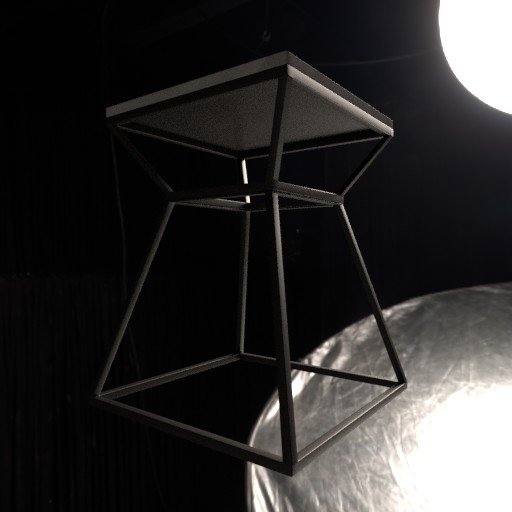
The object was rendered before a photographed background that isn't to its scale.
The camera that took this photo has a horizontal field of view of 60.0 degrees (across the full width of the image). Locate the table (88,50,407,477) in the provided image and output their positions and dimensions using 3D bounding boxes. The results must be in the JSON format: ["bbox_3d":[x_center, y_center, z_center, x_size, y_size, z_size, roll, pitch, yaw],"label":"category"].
[{"bbox_3d":[0.000,0.000,0.880,0.455,0.559,0.455,1,1,37],"label":"table"}]
